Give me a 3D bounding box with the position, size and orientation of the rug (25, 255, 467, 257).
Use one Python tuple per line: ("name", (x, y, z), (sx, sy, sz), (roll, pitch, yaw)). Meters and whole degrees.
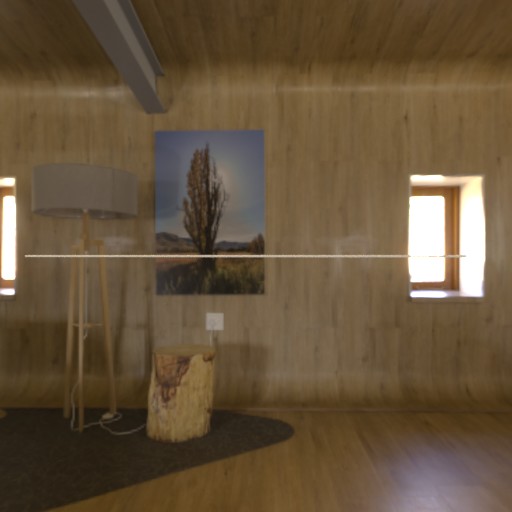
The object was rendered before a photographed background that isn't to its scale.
("rug", (0.000, 0.000, 2.211), (1.753, 0.008, 1.143), (0, 0, 17))
